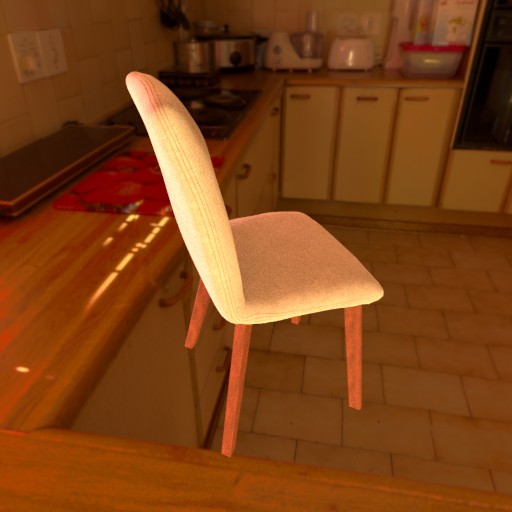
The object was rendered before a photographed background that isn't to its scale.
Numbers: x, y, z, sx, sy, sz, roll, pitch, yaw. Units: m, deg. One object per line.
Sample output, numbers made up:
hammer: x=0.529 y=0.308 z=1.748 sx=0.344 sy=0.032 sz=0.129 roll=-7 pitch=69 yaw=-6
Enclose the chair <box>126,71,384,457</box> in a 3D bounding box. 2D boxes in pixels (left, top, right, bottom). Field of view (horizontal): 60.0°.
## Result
chair: x=0.000 y=0.000 z=1.271 sx=0.563 sy=0.974 sz=0.522 roll=-11 pitch=33 yaw=-17
